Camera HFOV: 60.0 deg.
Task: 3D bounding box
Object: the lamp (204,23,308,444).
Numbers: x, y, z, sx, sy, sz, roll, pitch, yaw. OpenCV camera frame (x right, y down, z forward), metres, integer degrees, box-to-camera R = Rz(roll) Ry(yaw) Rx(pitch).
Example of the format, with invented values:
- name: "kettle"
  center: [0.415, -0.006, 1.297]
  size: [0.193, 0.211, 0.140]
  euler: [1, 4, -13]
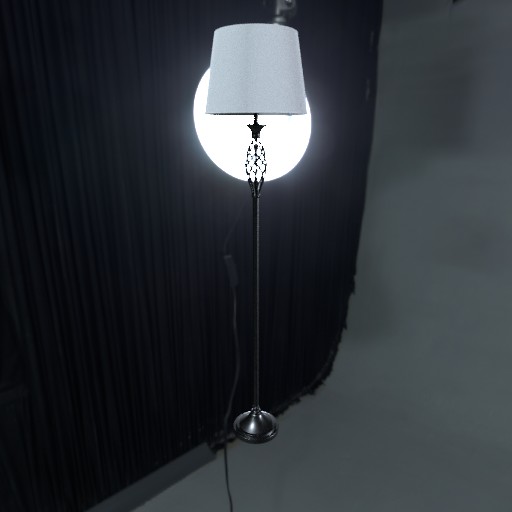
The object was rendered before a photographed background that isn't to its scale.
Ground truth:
- name: "lamp"
  center: [0.000, 0.000, 1.774]
  size: [0.379, 1.623, 0.379]
  euler: [0, 16, 0]
